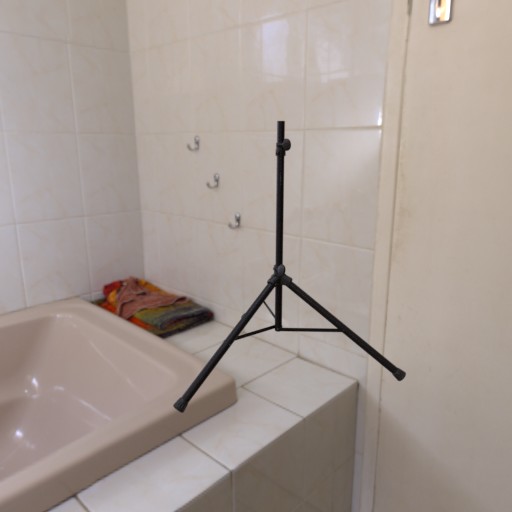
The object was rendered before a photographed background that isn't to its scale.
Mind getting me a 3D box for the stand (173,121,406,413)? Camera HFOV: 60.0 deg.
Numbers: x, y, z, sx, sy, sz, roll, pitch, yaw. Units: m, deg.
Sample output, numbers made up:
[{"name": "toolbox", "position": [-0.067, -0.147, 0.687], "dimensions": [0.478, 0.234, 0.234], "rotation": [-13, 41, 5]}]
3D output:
[{"name": "stand", "position": [0.000, 0.000, 1.929], "dimensions": [0.907, 1.136, 1.045], "rotation": [-13, 19, -43]}]
